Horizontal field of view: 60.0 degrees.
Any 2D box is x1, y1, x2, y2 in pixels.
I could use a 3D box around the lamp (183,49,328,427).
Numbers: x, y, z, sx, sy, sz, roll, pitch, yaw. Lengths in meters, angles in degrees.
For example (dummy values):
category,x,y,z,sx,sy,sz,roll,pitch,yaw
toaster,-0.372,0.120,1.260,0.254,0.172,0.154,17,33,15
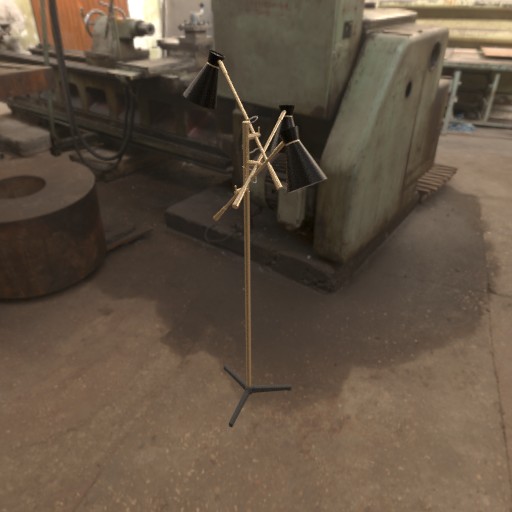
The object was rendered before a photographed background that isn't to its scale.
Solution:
category,x,y,z,sx,sy,sz,roll,pitch,yaw
lamp,0.000,0.000,2.175,0.750,1.804,0.653,12,33,19
